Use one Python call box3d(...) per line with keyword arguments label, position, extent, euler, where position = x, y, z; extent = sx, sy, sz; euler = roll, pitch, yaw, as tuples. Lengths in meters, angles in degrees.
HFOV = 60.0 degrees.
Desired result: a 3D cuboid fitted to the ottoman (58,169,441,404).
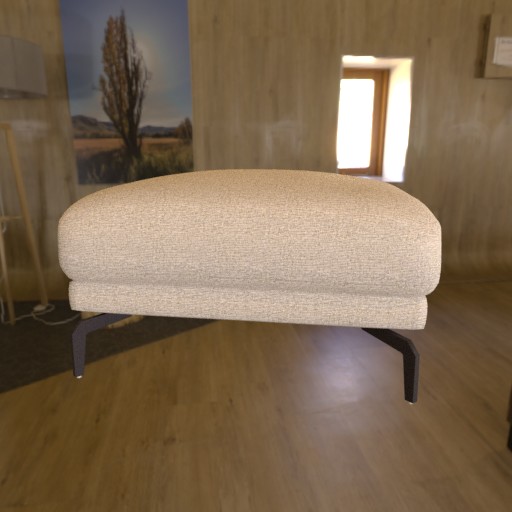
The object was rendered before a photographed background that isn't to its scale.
box3d(label="ottoman", position=(0.000, 0.000, 1.109), extent=(0.772, 0.420, 0.568), euler=(2, 15, 8))
